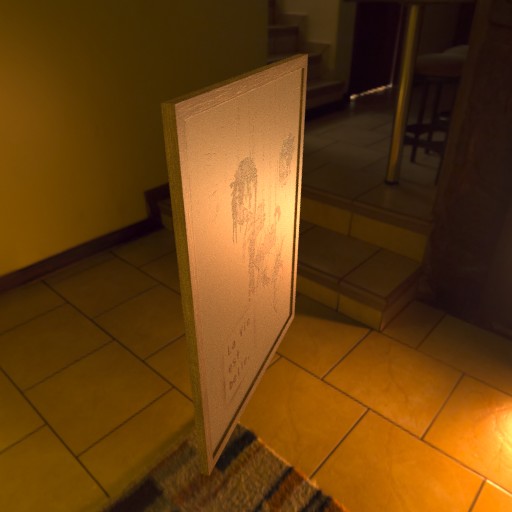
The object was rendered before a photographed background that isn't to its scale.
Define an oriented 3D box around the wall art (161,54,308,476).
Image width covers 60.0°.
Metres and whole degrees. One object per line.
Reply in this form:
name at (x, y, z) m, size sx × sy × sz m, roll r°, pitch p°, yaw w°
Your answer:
wall art at (0.000, 0.000, 1.317) m, size 0.035 × 1.022 × 0.781 m, roll 12°, pitch 32°, yaw 19°
